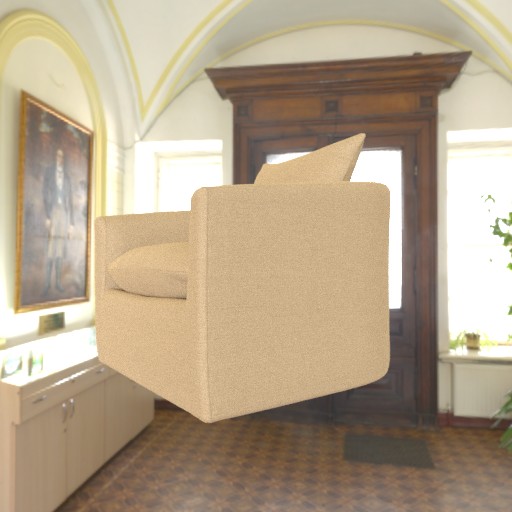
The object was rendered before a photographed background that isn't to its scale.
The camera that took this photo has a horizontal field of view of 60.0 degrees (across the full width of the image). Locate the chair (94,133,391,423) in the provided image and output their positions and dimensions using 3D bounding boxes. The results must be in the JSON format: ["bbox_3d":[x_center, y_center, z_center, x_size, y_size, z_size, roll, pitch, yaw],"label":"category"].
[{"bbox_3d":[0.000,0.000,1.592,0.910,0.848,0.845,1,-1,-36],"label":"chair"}]
